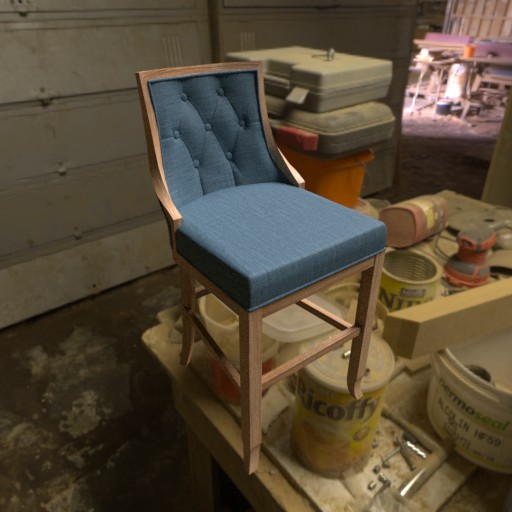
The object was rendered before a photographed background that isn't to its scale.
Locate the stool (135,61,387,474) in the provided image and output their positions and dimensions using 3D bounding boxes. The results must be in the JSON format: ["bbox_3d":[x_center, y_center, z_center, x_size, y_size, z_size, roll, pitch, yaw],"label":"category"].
[{"bbox_3d":[0.000,0.000,1.449,0.524,1.101,0.626,-21,36,-31],"label":"stool"}]
